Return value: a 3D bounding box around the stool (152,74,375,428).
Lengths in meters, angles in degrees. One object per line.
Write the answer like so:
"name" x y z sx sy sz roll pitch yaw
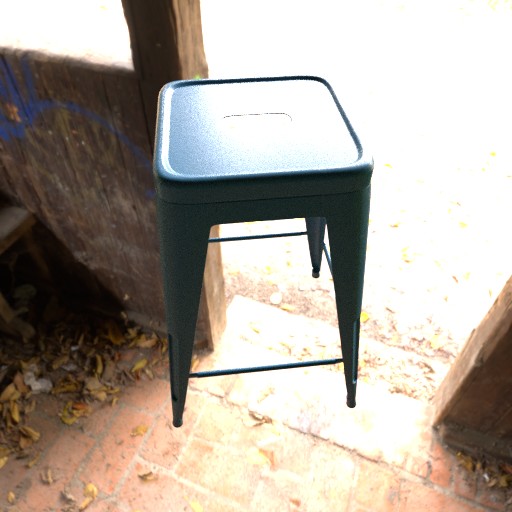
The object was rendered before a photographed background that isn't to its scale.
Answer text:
"stool" 0.000 0.000 0.898 0.410 0.608 0.410 -5 46 -4
